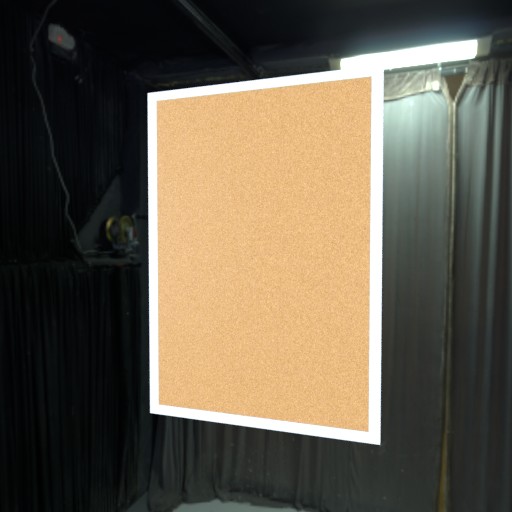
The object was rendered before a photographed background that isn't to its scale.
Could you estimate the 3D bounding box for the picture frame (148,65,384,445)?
[{"bbox_3d":[0.000,0.000,1.204,0.659,0.940,0.013,1,2,18],"label":"picture frame"}]
